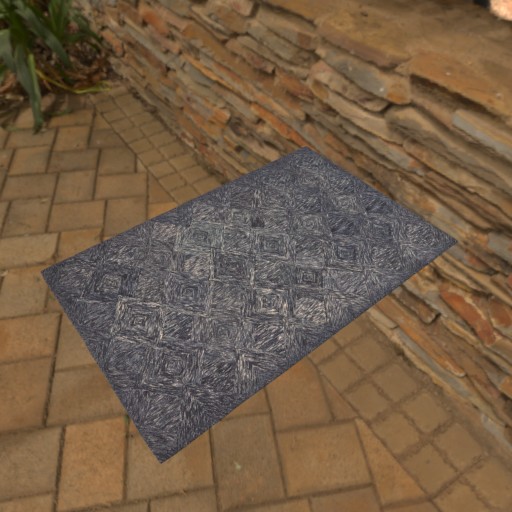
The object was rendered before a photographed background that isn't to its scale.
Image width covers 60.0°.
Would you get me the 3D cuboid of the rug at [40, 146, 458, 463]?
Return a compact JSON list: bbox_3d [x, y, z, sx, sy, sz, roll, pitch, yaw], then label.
[{"bbox_3d":[0.000,0.000,2.200,1.754,0.010,1.139,-30,53,-26],"label":"rug"}]
